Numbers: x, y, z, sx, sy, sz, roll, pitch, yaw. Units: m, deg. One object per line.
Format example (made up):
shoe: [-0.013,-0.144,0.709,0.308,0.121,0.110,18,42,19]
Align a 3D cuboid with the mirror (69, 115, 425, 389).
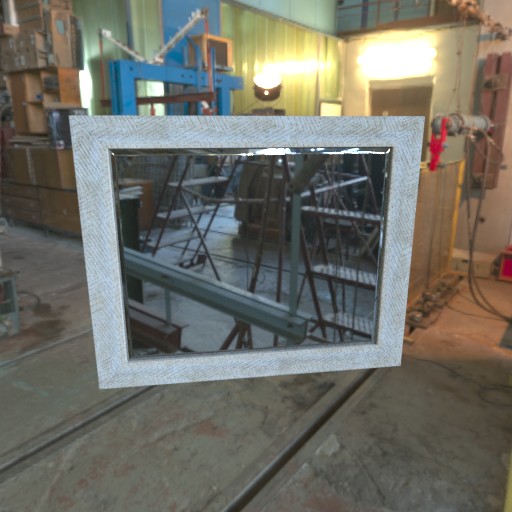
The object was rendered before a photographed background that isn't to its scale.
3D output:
mirror: [0.000,0.000,1.141,0.839,0.689,0.028,-2,16,-8]
